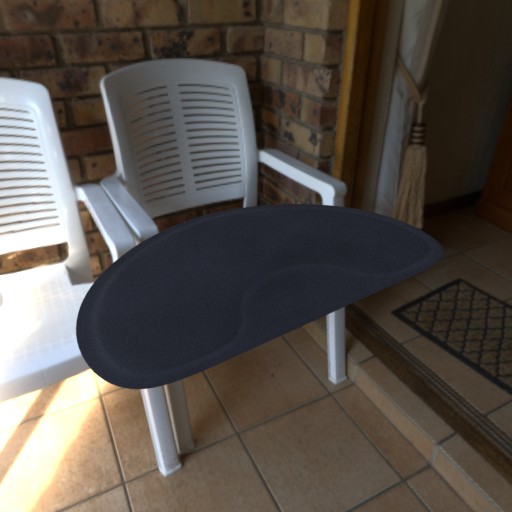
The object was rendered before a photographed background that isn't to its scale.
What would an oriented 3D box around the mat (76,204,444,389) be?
[{"bbox_3d":[0.000,0.000,1.847,1.524,0.013,0.913,-19,36,-28],"label":"mat"}]
